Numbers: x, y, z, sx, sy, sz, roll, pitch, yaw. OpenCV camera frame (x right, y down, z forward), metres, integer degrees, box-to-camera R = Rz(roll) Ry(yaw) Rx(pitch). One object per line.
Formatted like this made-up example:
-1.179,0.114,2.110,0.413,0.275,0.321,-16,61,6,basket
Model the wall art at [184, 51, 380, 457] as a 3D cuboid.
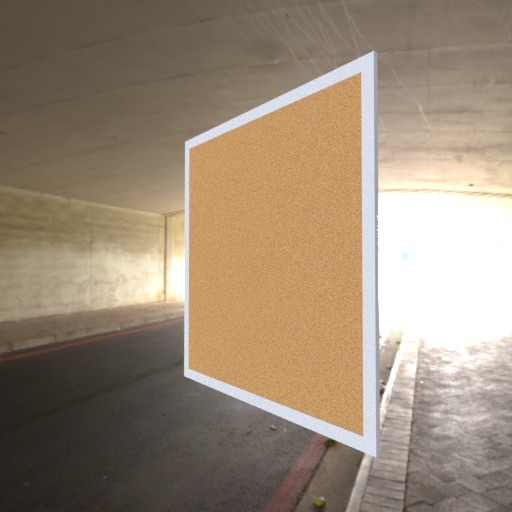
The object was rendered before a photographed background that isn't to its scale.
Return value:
0.000,0.000,1.215,0.013,0.813,0.812,1,-2,-37,wall art
